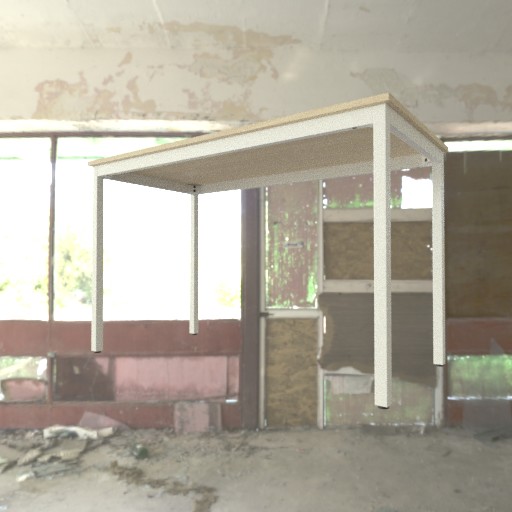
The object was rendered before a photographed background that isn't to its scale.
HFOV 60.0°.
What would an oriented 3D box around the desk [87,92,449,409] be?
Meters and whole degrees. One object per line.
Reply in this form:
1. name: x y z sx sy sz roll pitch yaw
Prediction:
1. desk: 0.000 0.000 1.624 1.200 0.750 0.600 -1 -1 36
